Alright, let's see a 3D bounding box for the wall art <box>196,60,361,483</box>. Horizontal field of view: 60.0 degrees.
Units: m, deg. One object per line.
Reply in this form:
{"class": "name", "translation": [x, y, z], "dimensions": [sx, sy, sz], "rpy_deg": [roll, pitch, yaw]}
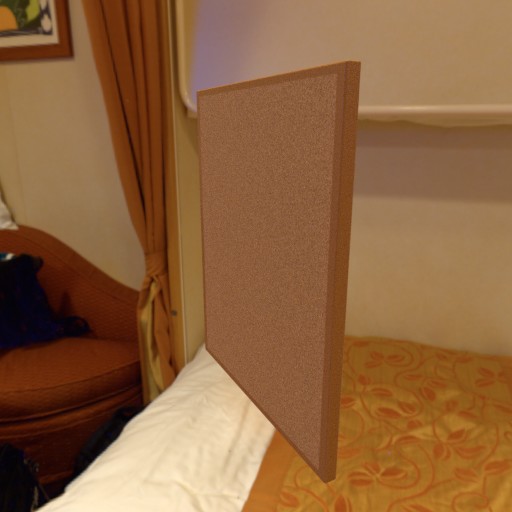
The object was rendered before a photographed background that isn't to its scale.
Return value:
{"class": "wall art", "translation": [0.000, 0.000, 0.511], "dimensions": [0.015, 0.379, 0.310], "rpy_deg": [-8, 18, -27]}
